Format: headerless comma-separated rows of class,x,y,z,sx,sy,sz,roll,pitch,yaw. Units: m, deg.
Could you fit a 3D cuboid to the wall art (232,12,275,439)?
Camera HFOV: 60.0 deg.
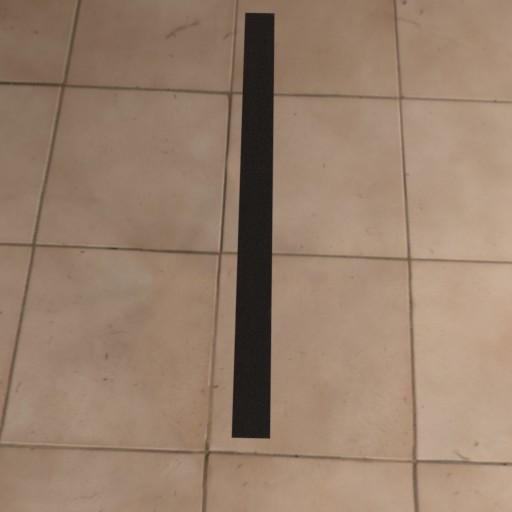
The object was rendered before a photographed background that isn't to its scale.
wall art,0.000,0.000,0.746,0.038,0.508,0.508,1,75,0
